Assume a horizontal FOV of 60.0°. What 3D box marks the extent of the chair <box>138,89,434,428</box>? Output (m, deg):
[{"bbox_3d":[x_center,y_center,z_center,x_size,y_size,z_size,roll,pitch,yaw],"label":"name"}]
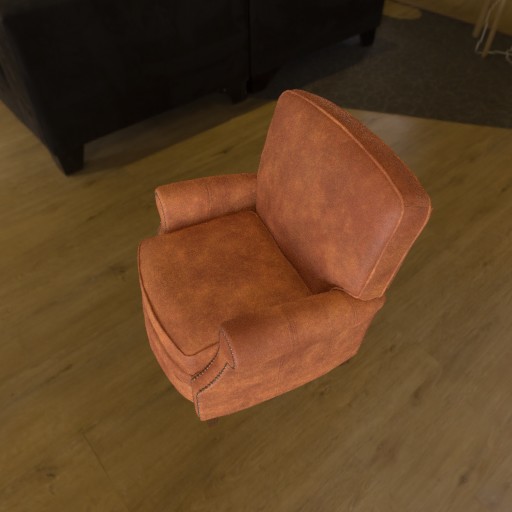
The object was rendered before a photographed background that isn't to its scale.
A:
[{"bbox_3d":[0.000,0.000,1.777,0.986,1.018,0.936,-18,49,-17],"label":"chair"}]
